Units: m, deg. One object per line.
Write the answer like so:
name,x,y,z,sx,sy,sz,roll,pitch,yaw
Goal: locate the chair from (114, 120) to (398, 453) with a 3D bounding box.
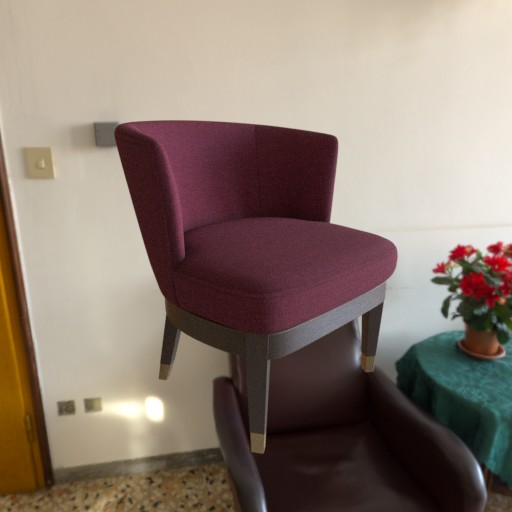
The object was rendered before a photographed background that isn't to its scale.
chair,0.000,0.000,1.287,0.660,0.760,0.700,15,22,42
